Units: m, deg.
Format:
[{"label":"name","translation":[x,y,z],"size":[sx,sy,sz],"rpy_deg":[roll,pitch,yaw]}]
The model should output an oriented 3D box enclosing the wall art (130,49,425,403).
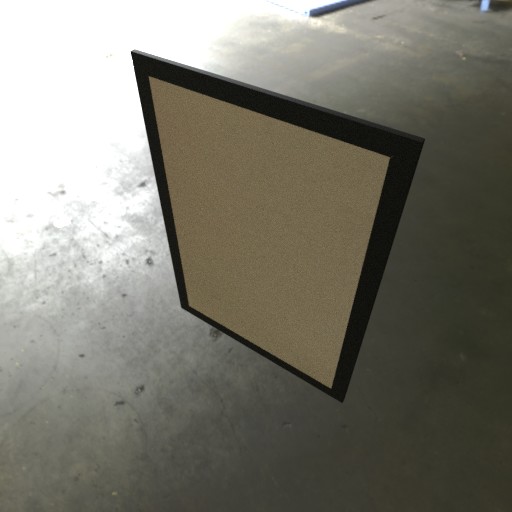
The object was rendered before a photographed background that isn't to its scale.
[{"label":"wall art","translation":[0.000,0.000,0.677],"size":[0.379,0.530,0.008],"rpy_deg":[26,51,23]}]
